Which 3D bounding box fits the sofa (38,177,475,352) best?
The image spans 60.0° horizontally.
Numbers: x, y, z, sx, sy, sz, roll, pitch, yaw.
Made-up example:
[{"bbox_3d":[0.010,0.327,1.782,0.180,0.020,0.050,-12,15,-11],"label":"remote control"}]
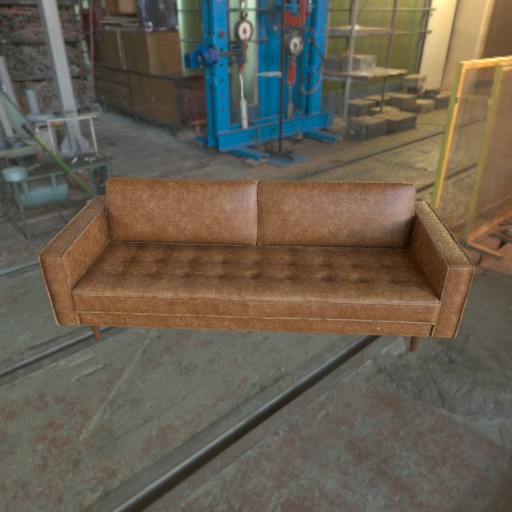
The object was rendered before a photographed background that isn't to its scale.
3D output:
[{"bbox_3d":[0.000,0.000,2.636,2.199,0.779,0.886,1,29,3],"label":"sofa"}]
